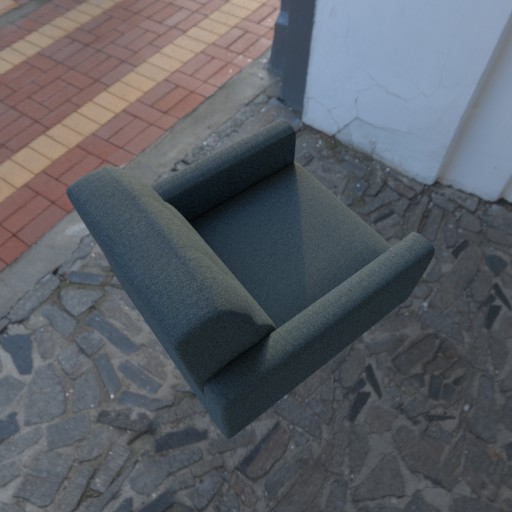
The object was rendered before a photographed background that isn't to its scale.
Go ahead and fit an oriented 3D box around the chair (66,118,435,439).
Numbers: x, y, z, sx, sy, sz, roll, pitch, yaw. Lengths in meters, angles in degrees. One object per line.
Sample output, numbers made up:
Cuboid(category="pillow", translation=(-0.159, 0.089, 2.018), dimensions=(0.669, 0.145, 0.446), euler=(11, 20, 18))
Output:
Cuboid(category="chair", translation=(0.000, 0.000, 1.700), dimensions=(0.964, 0.940, 0.880), euler=(-33, 63, -19))
